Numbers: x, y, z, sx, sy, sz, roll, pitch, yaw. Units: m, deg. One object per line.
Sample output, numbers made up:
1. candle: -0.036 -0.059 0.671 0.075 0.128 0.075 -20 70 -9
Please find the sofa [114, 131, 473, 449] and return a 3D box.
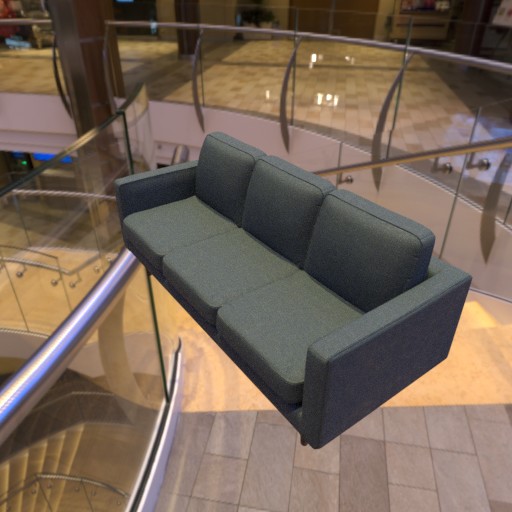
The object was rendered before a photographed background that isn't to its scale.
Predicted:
1. sofa: 0.000 0.000 2.551 0.935 0.945 2.013 -21 38 -30
